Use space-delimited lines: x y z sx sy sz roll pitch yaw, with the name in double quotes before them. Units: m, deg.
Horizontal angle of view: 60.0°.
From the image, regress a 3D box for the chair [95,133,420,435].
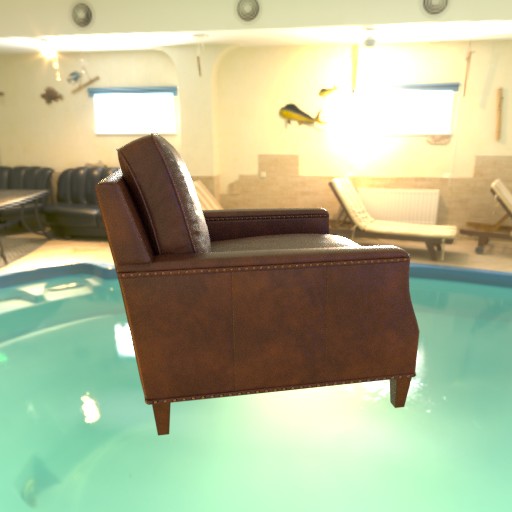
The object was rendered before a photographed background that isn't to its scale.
"chair" 0.000 0.000 1.732 1.014 0.929 0.853 -3 16 -10
